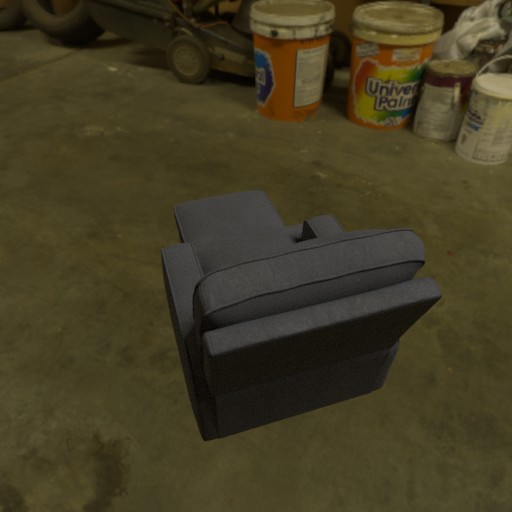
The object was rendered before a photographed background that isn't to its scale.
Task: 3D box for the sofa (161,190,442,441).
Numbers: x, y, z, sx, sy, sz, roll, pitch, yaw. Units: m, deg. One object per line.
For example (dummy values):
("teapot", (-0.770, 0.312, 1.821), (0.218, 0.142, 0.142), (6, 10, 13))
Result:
("sofa", (0.000, 0.000, 2.042), (0.861, 0.959, 1.472), (-12, 43, -13))
